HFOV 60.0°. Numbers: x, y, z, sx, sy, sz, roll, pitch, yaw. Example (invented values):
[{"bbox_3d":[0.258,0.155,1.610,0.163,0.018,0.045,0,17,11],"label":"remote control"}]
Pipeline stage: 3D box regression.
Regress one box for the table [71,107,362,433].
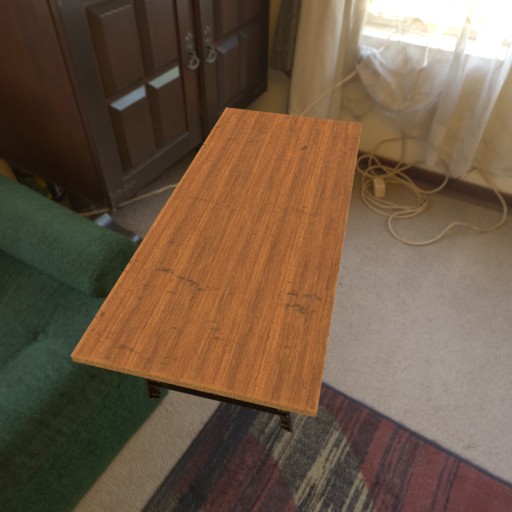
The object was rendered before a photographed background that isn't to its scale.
[{"bbox_3d":[0.000,0.000,2.724,1.000,0.757,2.200,10,46,10],"label":"table"}]
